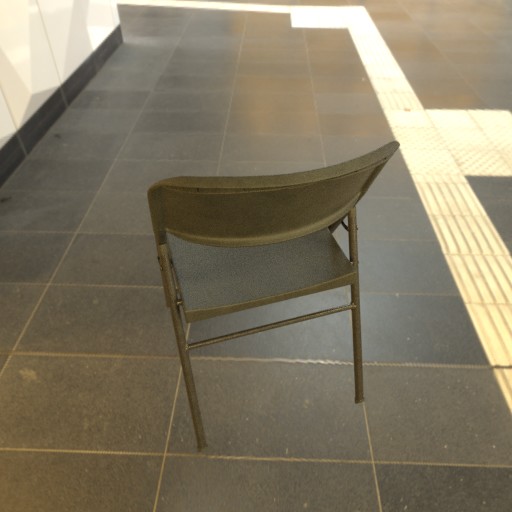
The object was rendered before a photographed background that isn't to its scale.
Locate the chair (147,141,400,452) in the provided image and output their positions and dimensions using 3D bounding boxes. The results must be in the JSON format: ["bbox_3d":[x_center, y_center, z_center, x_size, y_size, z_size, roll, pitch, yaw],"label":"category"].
[{"bbox_3d":[0.000,0.000,1.149,0.494,0.810,0.566,-12,43,-13],"label":"chair"}]
